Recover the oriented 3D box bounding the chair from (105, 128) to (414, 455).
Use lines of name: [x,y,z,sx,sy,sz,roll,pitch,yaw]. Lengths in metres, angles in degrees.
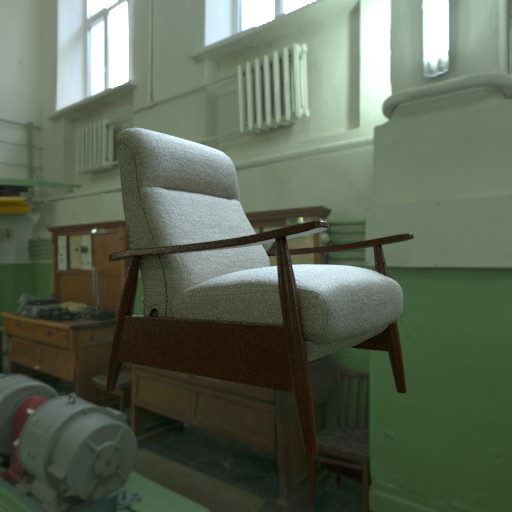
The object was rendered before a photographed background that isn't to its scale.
chair: [0.000,0.000,1.774,1.014,1.082,0.762,0,-1,38]
